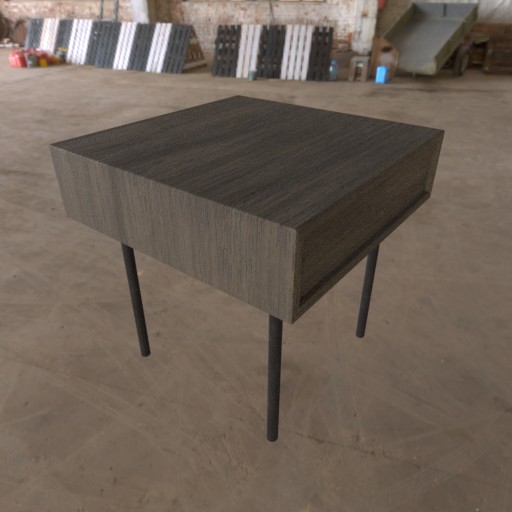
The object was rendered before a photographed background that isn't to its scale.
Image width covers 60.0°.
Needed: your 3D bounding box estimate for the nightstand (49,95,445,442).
[{"bbox_3d":[0.000,0.000,0.916,0.503,0.497,0.502,22,38,32],"label":"nightstand"}]
